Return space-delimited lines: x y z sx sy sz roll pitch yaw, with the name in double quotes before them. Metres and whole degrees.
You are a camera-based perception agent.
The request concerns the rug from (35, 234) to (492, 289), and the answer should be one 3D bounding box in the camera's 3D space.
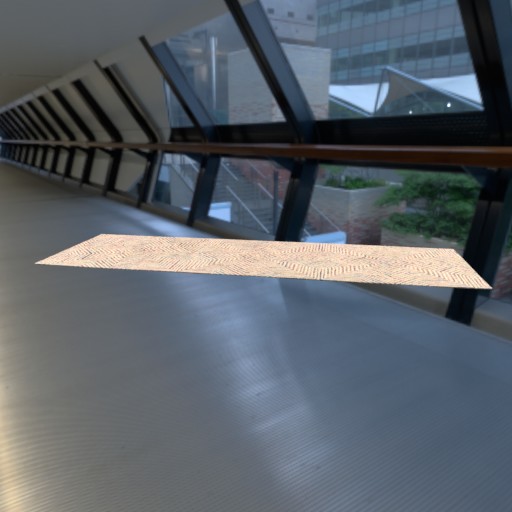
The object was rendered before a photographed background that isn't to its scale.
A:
"rug" 0.000 0.000 2.691 2.443 0.009 0.771 3 16 10
